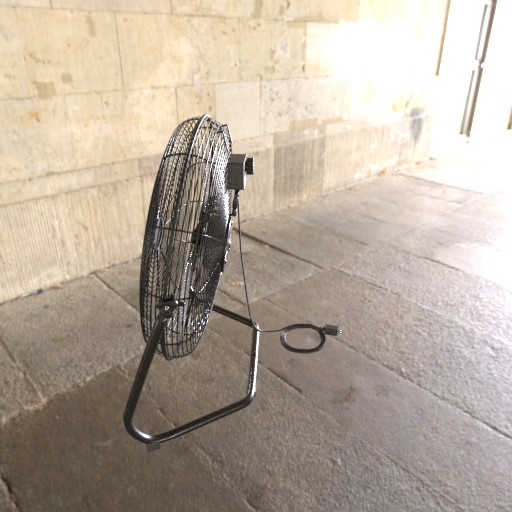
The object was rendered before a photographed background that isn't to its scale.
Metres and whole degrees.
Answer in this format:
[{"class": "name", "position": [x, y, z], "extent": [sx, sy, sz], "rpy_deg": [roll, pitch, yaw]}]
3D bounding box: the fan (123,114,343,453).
[{"class": "fan", "position": [0.000, 0.000, 0.992], "extent": [0.470, 0.605, 0.595], "rpy_deg": [1, 26, 2]}]
